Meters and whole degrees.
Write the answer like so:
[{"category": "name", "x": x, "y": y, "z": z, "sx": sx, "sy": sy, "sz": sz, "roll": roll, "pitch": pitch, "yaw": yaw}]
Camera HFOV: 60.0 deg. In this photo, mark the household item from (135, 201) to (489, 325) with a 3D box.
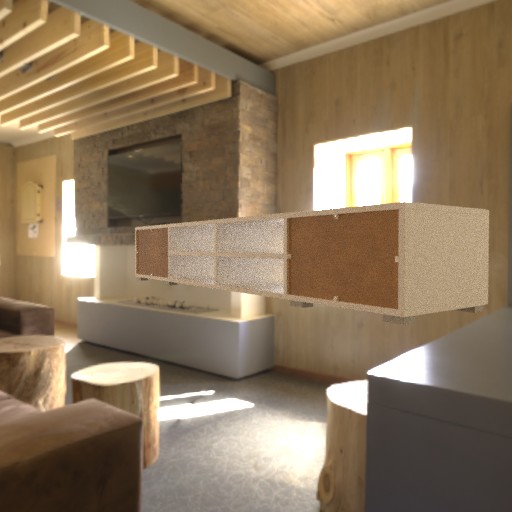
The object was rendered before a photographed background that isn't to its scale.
[{"category": "household item", "x": 0.000, "y": 0.000, "z": 1.980, "sx": 0.420, "sy": 0.310, "sz": 1.850, "roll": -1, "pitch": 2, "yaw": -36}]
